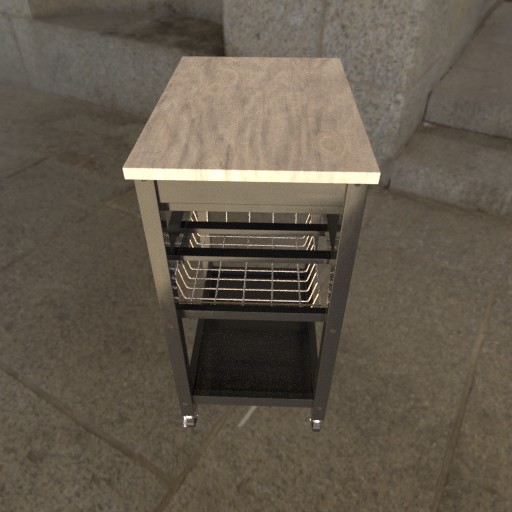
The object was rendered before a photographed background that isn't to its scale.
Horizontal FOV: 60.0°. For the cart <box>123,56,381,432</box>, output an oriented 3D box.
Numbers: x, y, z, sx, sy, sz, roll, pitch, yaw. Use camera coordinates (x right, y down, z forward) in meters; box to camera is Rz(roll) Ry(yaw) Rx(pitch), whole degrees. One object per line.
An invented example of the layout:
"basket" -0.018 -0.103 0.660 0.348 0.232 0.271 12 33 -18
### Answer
"cart" 0.000 0.000 1.175 0.403 0.839 0.584 1 40 2
